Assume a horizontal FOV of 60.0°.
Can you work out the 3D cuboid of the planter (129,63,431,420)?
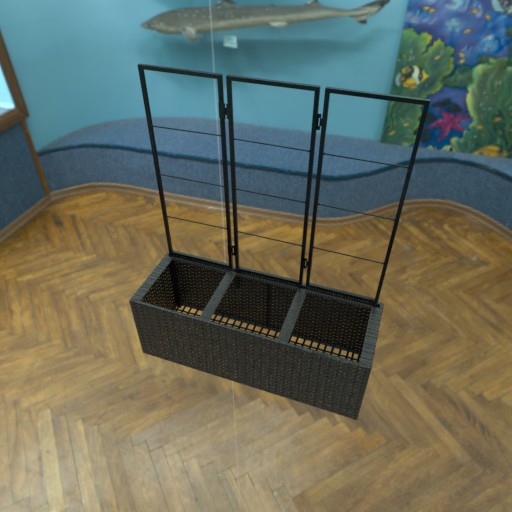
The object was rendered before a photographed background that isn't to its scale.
[{"bbox_3d":[0.000,0.000,1.167,0.699,0.841,0.244,13,42,15],"label":"planter"}]
